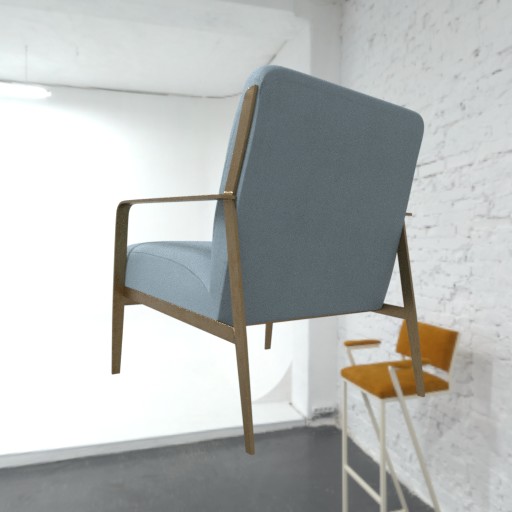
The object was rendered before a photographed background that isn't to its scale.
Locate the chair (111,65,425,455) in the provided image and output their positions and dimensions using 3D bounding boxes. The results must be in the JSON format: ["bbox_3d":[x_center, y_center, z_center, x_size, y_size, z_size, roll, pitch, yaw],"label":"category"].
[{"bbox_3d":[0.000,0.000,1.426,0.701,0.824,0.842,0,0,-37],"label":"chair"}]
